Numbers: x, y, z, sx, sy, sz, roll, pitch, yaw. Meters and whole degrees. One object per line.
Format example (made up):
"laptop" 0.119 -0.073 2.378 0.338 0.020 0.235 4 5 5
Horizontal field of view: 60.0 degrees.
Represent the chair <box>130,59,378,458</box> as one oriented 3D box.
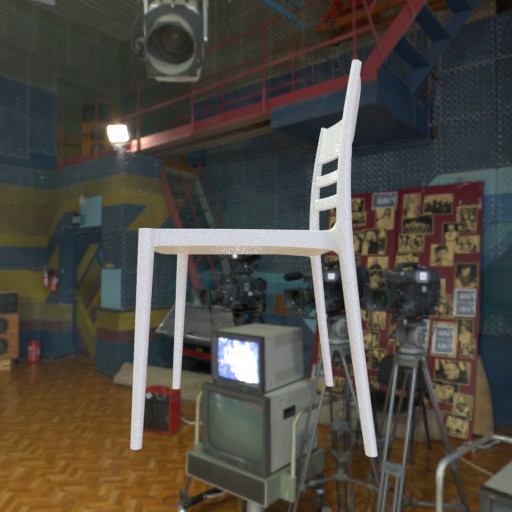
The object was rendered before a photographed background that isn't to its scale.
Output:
"chair" 0.000 0.000 1.137 0.511 0.800 0.531 0 -1 0
